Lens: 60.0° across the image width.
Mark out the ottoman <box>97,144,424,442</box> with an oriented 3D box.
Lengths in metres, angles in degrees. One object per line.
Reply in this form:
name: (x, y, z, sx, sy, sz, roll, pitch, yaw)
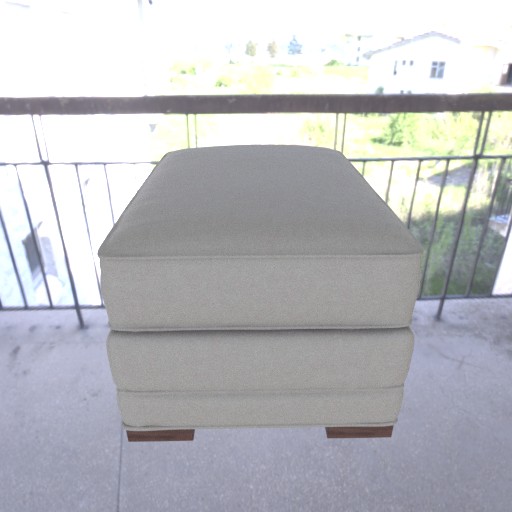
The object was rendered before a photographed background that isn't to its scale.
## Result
ottoman: (0.000, 0.000, 1.209, 0.611, 0.482, 0.848, -1, 26, -1)
